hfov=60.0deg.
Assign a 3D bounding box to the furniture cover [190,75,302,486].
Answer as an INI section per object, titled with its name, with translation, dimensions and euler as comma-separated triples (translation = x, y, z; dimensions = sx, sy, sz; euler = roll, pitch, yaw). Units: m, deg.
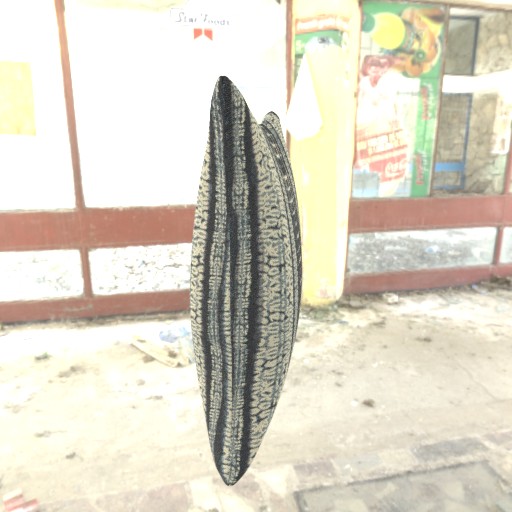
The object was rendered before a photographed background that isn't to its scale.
[furniture cover]
translation = 0.000, 0.000, 0.647
dimensions = 0.133, 0.435, 0.425
euler = 2, 14, 8
